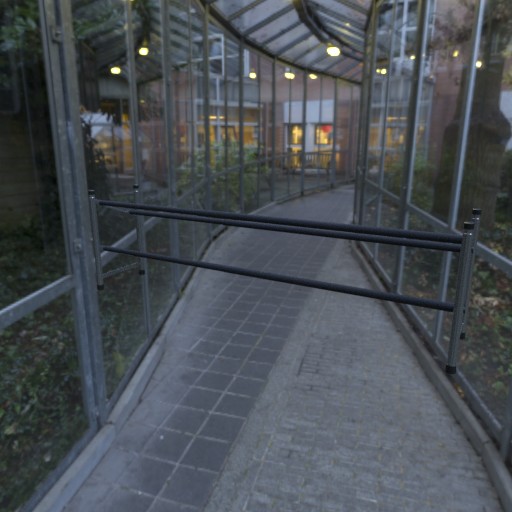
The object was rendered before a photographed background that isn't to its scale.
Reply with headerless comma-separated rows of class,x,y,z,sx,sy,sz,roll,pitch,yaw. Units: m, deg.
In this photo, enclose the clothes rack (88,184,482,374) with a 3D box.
clothes rack,0.000,0.000,1.332,1.168,0.349,0.229,8,17,29
